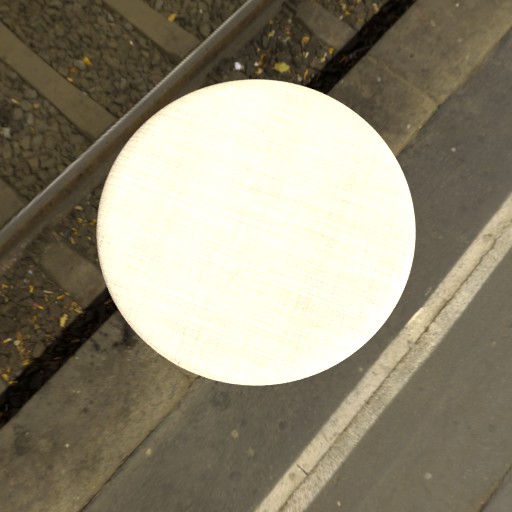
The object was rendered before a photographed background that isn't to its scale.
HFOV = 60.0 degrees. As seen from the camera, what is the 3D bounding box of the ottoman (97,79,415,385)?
[{"bbox_3d":[0.000,0.000,0.736,0.400,0.406,0.400,0,76,0],"label":"ottoman"}]
